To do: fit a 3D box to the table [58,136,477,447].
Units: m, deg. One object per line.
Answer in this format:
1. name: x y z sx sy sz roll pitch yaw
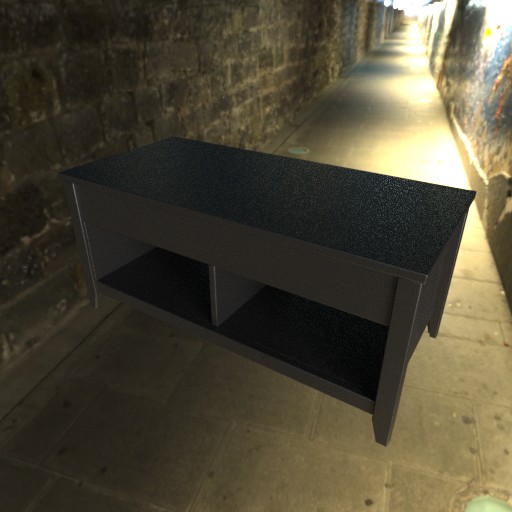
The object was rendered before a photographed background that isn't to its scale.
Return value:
1. table: 0.000 0.000 1.293 1.016 0.457 0.483 17 34 28
